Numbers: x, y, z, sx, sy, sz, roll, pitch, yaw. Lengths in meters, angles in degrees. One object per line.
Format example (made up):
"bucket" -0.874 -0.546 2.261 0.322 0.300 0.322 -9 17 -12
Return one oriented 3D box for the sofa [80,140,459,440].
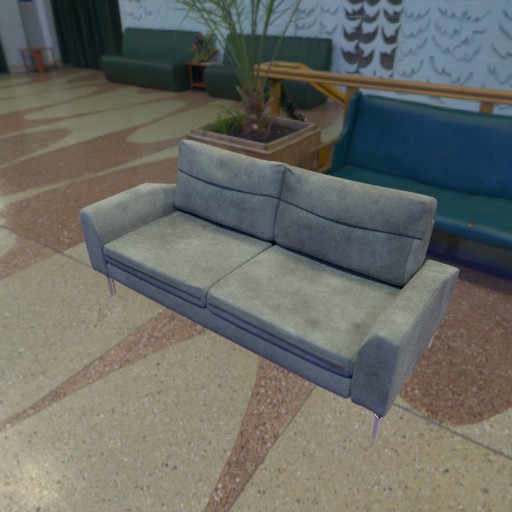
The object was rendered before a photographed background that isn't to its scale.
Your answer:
"sofa" 0.000 0.000 2.337 1.837 0.859 0.849 21 37 31
